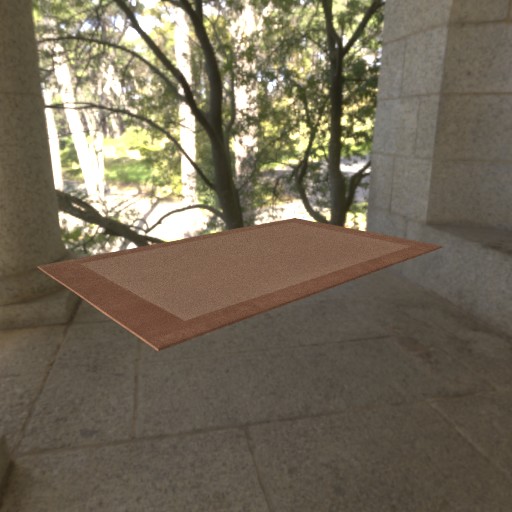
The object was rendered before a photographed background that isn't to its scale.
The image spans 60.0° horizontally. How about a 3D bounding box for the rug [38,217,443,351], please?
[{"bbox_3d":[0.000,0.000,3.108,2.438,0.014,1.524,-14,21,-40],"label":"rug"}]
